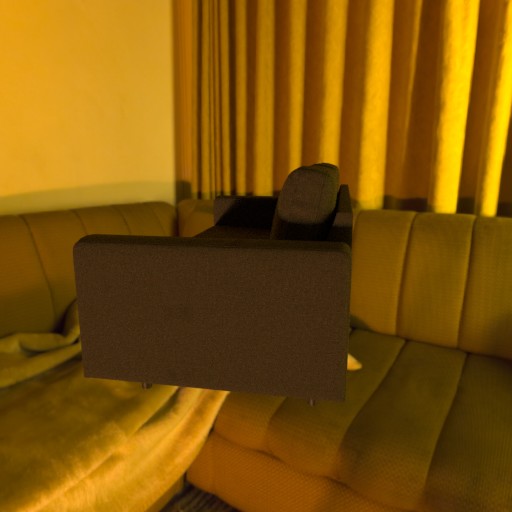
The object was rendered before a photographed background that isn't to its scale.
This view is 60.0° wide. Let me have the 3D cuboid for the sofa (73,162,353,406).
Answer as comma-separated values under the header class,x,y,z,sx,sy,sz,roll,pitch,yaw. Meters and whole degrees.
class,x,y,z,sx,sy,sz,roll,pitch,yaw
sofa,0.000,0.000,2.197,0.889,0.897,1.730,2,13,11
